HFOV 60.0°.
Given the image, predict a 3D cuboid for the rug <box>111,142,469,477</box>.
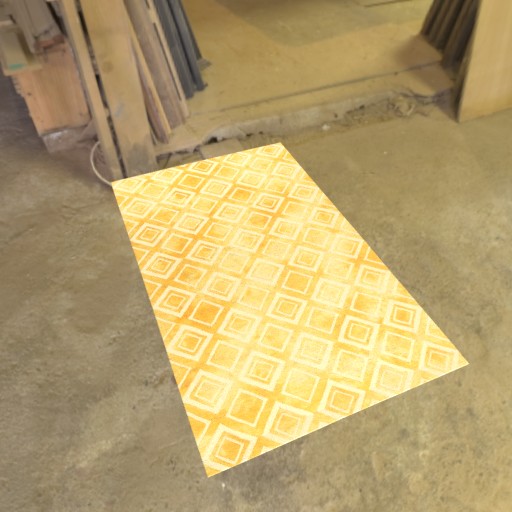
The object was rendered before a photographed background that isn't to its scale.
[{"bbox_3d":[0.000,0.000,3.002,1.511,0.010,2.424,-17,49,-16],"label":"rug"}]
